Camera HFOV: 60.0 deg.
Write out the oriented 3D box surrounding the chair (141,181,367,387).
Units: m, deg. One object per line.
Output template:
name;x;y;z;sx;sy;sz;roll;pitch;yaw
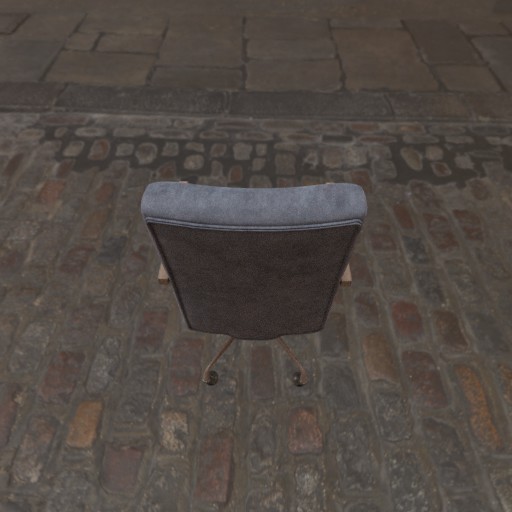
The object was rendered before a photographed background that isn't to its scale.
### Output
chair;0.000;0.000;1.533;0.640;1.029;0.741;1;46;1
